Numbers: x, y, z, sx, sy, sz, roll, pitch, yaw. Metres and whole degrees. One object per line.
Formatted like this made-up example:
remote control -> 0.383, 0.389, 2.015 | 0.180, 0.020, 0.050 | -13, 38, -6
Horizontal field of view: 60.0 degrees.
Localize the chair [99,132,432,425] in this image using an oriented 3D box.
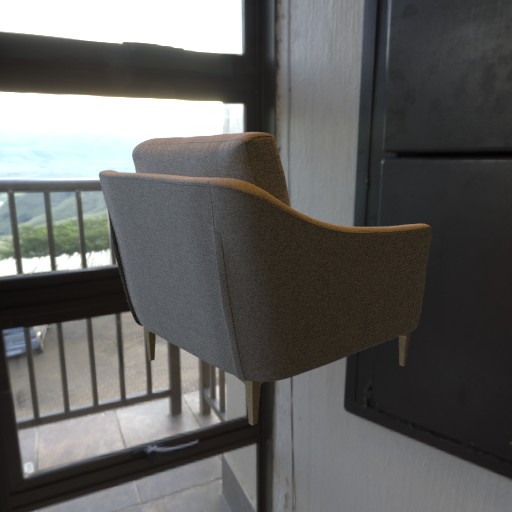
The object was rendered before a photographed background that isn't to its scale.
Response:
chair -> 0.000, 0.000, 1.747 | 0.961, 0.902, 0.986 | -11, 17, -42
